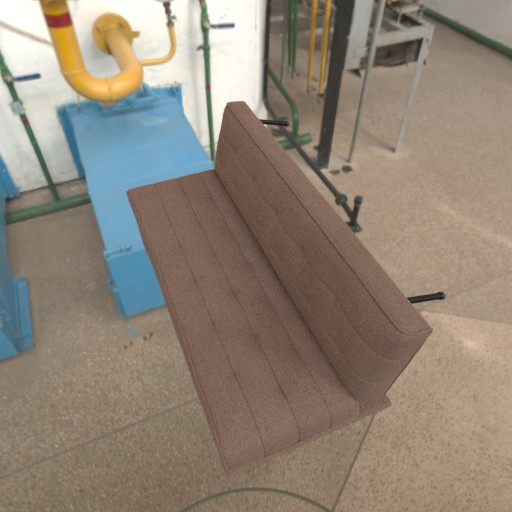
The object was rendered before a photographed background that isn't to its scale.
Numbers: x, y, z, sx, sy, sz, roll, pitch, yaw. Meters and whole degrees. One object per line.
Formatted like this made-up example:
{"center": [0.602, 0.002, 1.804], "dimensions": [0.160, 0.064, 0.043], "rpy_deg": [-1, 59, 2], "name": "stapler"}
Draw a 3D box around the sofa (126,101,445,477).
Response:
{"center": [0.000, 0.000, 2.328], "dimensions": [1.038, 0.810, 1.820], "rpy_deg": [-17, 49, -15], "name": "sofa"}
